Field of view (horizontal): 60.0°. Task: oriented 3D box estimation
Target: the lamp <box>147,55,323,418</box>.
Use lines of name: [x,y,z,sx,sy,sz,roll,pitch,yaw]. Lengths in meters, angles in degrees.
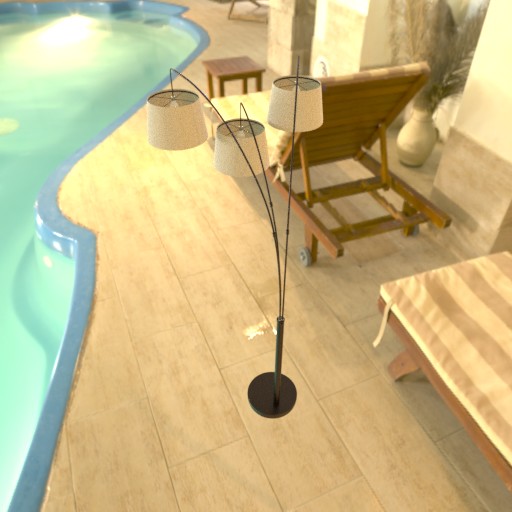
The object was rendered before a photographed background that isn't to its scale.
lamp: [0.000,0.000,2.525,0.951,1.950,0.924,-12,41,-14]
